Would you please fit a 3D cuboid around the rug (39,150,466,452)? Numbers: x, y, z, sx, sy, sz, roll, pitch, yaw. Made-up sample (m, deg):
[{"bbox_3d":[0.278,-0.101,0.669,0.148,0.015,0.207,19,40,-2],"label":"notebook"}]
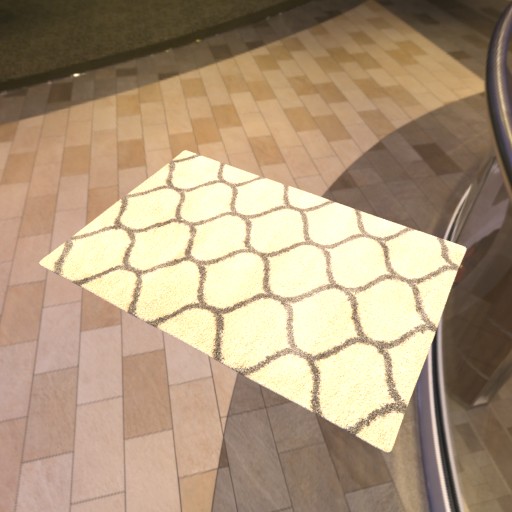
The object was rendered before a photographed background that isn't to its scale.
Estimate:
[{"bbox_3d":[0.000,0.000,3.346,2.701,0.026,1.801,23,50,21],"label":"rug"}]
